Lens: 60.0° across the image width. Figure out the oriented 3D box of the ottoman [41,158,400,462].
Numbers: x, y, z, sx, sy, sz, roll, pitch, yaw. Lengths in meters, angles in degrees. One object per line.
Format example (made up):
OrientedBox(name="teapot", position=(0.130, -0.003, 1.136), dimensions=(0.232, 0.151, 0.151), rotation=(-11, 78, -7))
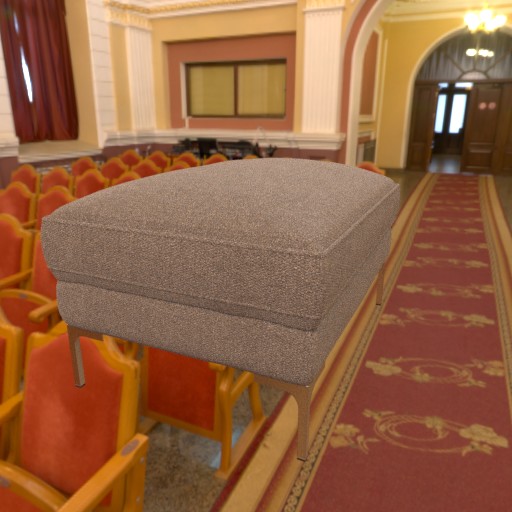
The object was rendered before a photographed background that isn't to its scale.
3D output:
OrientedBox(name="ottoman", position=(0.000, 0.000, 1.129), dimensions=(0.583, 0.464, 0.785), rotation=(8, 19, 24))
